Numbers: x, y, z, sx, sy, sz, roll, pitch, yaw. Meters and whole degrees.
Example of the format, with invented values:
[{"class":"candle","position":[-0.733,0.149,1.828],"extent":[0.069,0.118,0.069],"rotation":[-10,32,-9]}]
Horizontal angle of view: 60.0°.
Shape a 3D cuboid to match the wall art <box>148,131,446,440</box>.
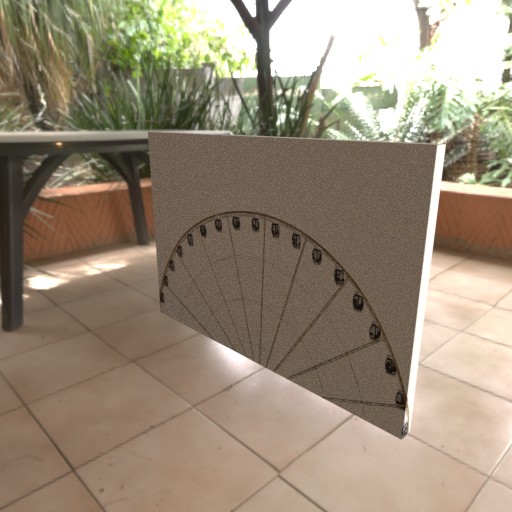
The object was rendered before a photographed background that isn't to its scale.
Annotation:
[{"class":"wall art","position":[0.000,0.000,1.151],"extent":[0.038,0.601,0.898],"rotation":[-17,24,-42]}]
